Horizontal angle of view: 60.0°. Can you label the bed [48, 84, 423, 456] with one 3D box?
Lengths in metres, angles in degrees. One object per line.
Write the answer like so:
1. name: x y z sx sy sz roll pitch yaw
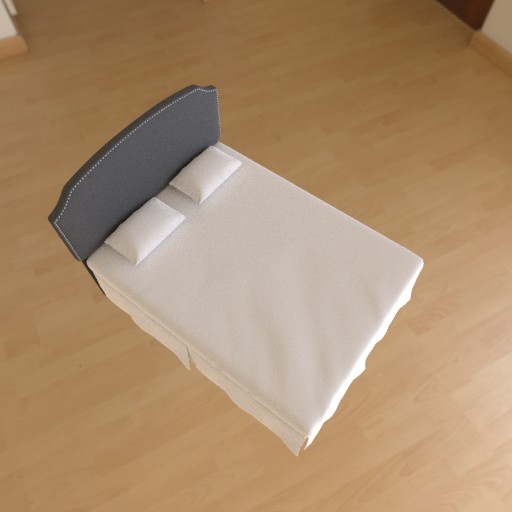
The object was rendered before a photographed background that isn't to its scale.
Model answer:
1. bed: 0.000 0.000 3.031 1.999 1.270 1.558 33 65 18
